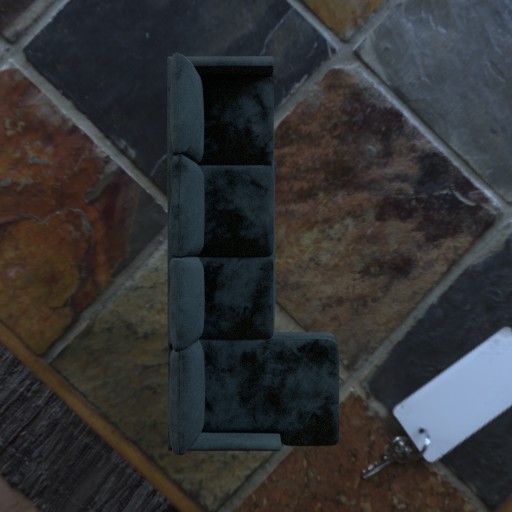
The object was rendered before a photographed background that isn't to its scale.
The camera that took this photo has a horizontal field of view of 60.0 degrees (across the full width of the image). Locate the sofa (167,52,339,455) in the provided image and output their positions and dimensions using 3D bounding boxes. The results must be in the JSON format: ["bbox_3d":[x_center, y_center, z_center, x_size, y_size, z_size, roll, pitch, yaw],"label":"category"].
[{"bbox_3d":[0.000,0.000,3.990,1.500,0.967,3.400,0,90,0],"label":"sofa"}]
